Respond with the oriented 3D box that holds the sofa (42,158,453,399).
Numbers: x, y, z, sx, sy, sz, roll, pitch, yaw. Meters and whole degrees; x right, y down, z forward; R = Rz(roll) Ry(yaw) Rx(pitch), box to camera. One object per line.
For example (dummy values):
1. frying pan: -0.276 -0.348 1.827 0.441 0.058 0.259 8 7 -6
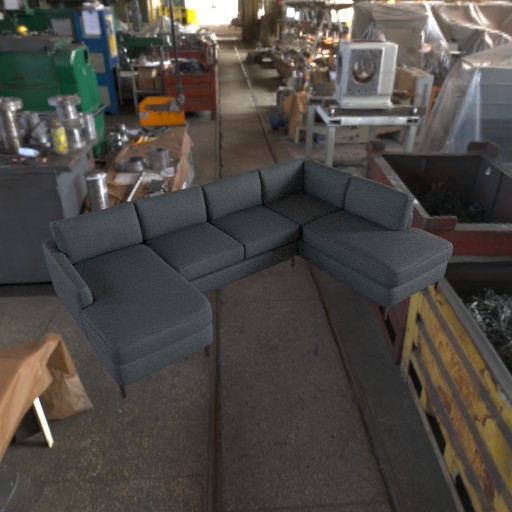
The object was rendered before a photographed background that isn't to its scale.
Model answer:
1. sofa: 0.000 0.000 3.832 2.975 0.858 1.984 -21 36 -32
